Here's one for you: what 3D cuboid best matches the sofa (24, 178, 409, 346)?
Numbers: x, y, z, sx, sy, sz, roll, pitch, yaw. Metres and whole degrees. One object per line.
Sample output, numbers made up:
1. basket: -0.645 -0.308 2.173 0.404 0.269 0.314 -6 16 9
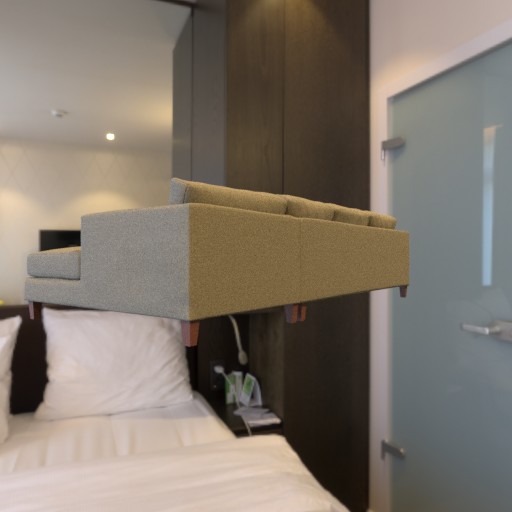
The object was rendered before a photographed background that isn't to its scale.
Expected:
1. sofa: 0.000 0.000 3.836 1.625 0.861 3.186 0 0 37
